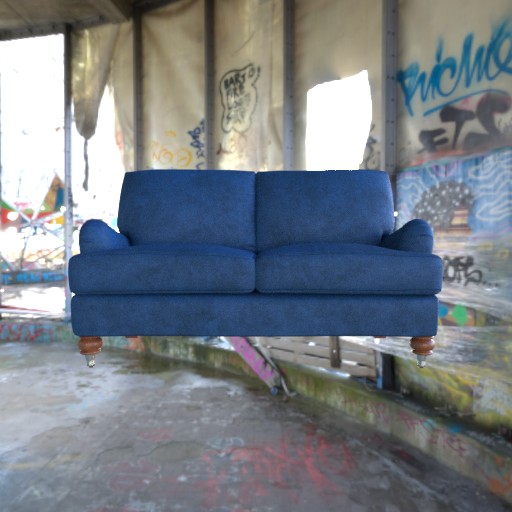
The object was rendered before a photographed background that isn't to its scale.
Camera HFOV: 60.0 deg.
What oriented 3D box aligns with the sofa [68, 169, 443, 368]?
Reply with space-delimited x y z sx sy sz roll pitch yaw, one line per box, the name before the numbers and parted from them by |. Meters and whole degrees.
sofa | 0.000 0.000 2.616 1.853 1.101 1.084 0 2 0
